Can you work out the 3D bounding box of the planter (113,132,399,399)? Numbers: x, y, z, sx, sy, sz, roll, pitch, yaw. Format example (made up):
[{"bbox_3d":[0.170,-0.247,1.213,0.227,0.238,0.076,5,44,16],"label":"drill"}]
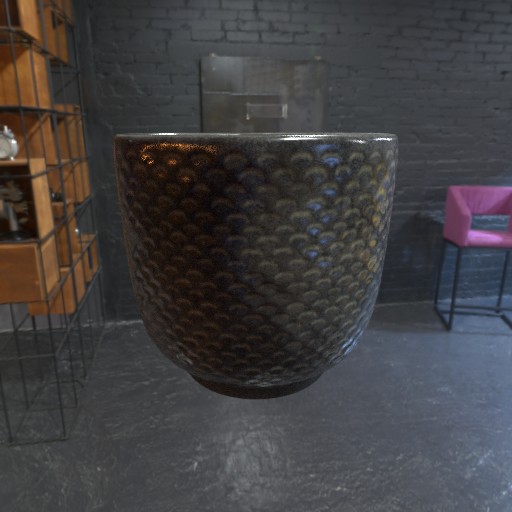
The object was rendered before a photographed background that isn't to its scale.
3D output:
[{"bbox_3d":[0.000,0.000,0.242,0.140,0.129,0.140,0,16,0],"label":"planter"}]
